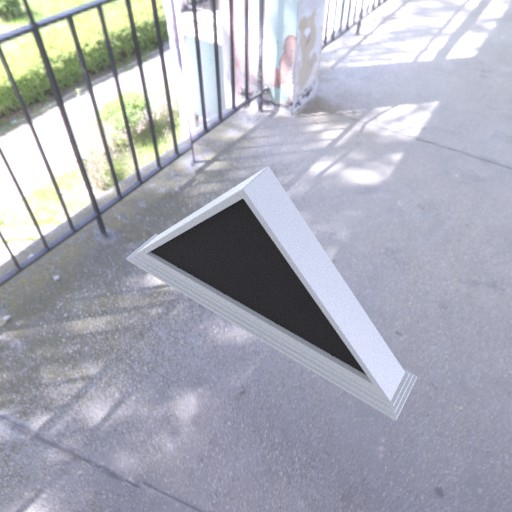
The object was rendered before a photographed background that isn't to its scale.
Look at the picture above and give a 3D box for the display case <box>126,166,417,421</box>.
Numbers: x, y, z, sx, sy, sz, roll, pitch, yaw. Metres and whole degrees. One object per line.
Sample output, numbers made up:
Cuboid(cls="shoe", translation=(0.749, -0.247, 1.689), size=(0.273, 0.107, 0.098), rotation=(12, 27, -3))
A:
Cuboid(cls="display case", translation=(0.000, 0.000, 0.772), size=(0.640, 0.340, 0.095), rotation=(27, 53, 23))
